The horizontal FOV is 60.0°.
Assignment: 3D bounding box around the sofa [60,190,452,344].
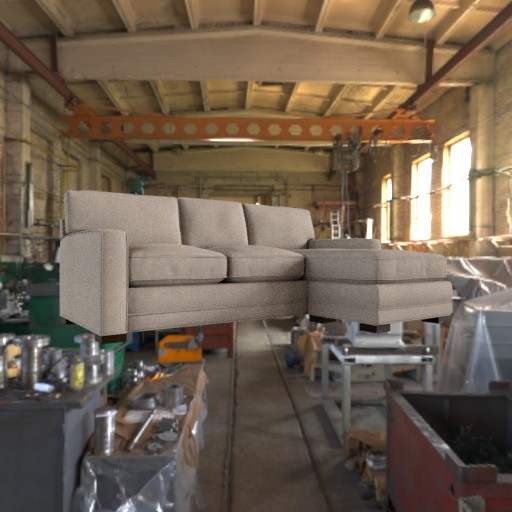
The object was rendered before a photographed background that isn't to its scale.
[{"bbox_3d":[0.000,0.000,2.878,2.087,0.861,1.496,0,0,-35],"label":"sofa"}]
